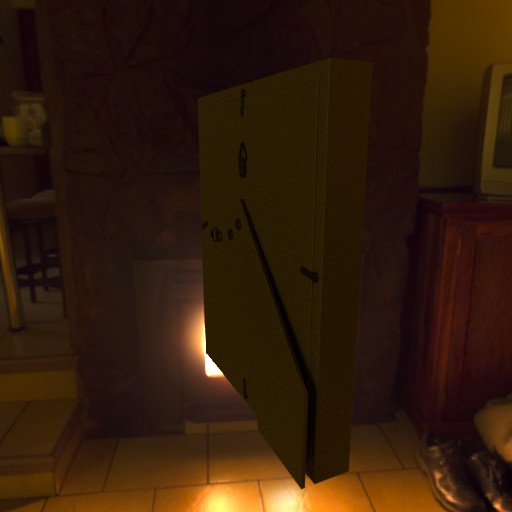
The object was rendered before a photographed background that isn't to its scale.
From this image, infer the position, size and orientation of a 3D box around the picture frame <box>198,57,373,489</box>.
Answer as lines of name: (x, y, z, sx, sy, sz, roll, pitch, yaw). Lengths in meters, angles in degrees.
picture frame: (0.000, 0.000, 0.390, 0.042, 0.284, 0.232, -7, 15, -25)
